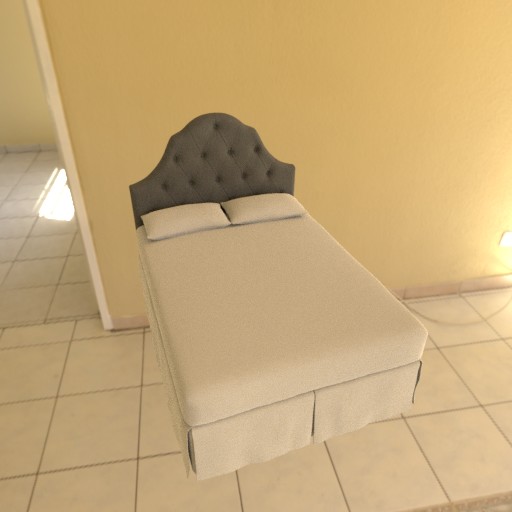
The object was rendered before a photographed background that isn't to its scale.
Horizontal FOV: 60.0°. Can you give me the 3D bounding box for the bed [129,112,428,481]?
[{"bbox_3d":[0.000,0.000,3.259,1.636,1.575,2.155,-11,33,-17],"label":"bed"}]
